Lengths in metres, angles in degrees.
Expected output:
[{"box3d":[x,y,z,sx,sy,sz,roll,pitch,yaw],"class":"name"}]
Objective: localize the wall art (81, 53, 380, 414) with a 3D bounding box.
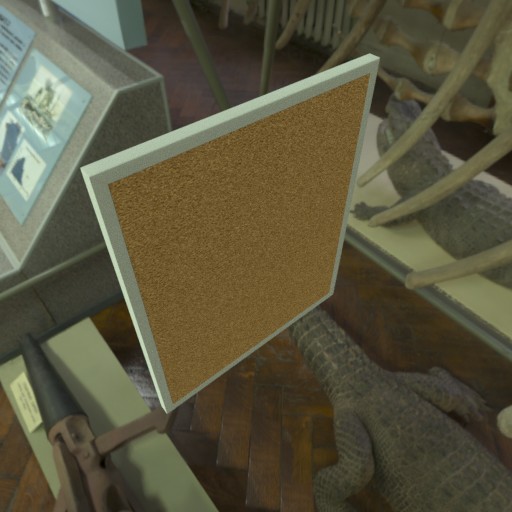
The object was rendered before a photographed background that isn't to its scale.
[{"box3d":[0.000,0.000,0.732,0.444,0.536,0.020,-31,54,-26],"class":"wall art"}]
